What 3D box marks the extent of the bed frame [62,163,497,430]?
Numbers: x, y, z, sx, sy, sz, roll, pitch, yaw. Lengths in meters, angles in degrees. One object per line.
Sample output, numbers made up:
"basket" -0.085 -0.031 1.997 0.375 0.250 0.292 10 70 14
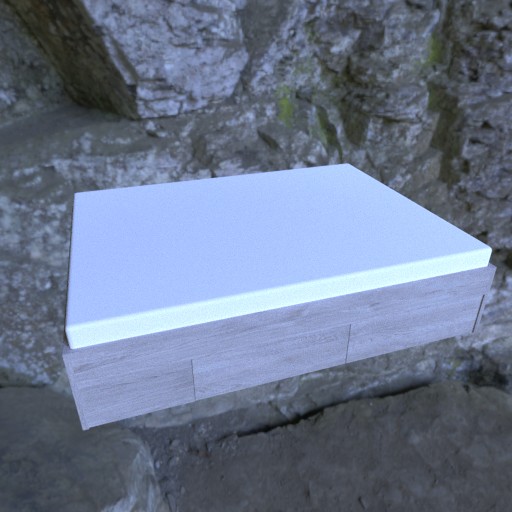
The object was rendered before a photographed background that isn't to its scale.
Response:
"bed frame" 0.000 0.000 2.523 1.944 0.490 1.448 -9 30 -16
